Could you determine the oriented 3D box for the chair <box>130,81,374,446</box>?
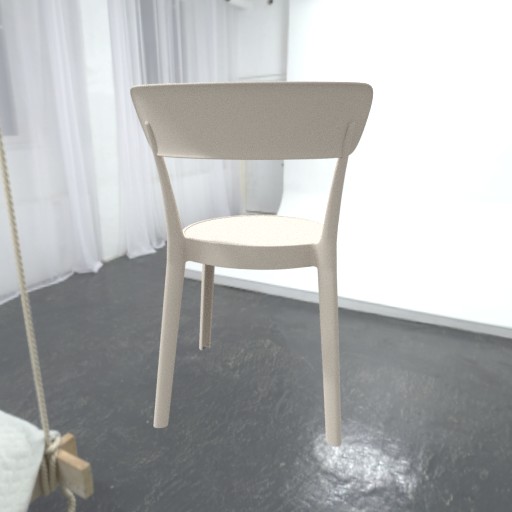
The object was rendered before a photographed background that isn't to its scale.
[{"bbox_3d":[0.000,0.000,1.127,0.506,0.790,0.491,2,16,8],"label":"chair"}]
